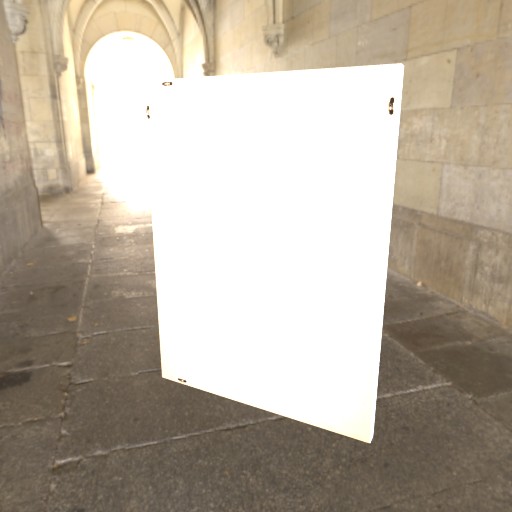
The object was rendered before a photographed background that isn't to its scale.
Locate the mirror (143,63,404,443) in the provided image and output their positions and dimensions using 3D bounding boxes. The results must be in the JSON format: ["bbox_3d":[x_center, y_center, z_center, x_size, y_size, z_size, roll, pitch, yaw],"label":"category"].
[{"bbox_3d":[0.000,0.000,1.329,0.762,1.016,0.040,8,18,27],"label":"mirror"}]
